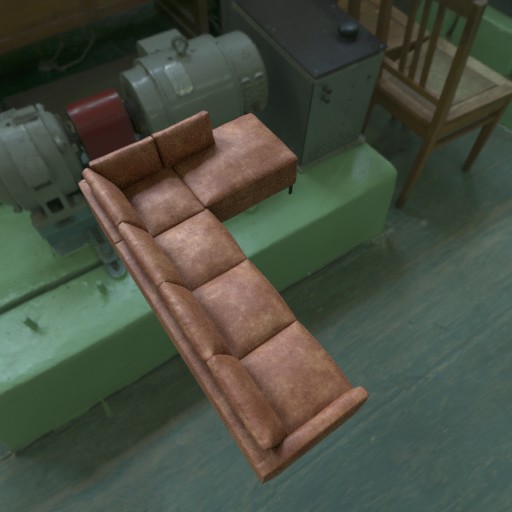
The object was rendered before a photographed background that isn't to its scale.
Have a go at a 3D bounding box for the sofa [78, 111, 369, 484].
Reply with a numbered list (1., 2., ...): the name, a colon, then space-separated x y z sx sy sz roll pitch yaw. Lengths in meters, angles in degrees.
1. sofa: 0.000 0.000 3.862 1.938 0.877 2.984 -31 63 -18
